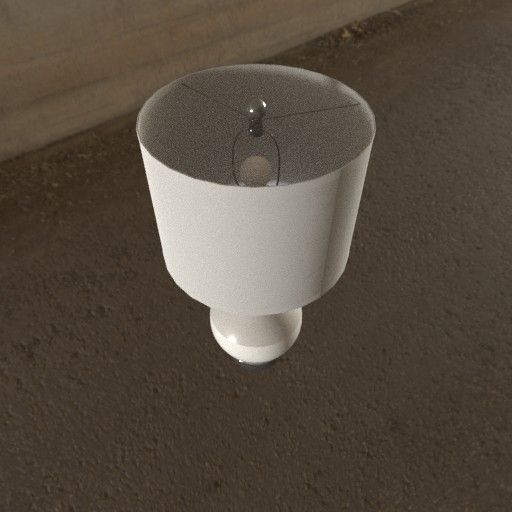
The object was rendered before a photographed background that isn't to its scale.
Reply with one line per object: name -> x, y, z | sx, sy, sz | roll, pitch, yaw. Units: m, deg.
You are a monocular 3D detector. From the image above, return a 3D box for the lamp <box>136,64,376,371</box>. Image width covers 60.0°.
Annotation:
lamp -> 0.000, 0.000, 0.894 | 0.357, 0.673, 0.357 | 10, 47, 9
